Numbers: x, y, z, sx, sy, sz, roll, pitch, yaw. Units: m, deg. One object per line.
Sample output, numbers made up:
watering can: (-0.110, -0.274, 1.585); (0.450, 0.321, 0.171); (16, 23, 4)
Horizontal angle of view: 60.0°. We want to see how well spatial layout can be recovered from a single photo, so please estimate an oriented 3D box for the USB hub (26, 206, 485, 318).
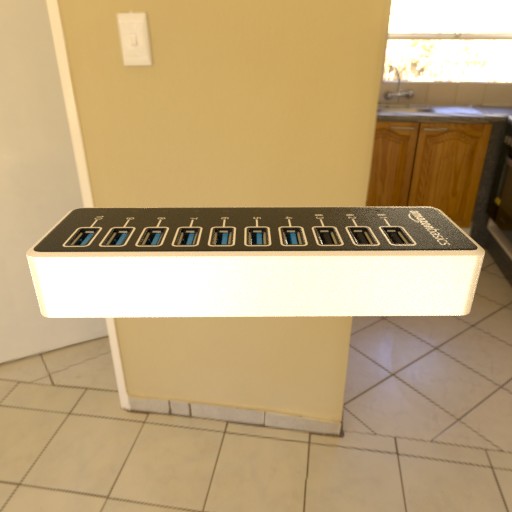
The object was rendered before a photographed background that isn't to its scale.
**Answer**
USB hub: (0.000, 0.000, 0.161); (0.145, 0.023, 0.044); (0, 26, 0)
